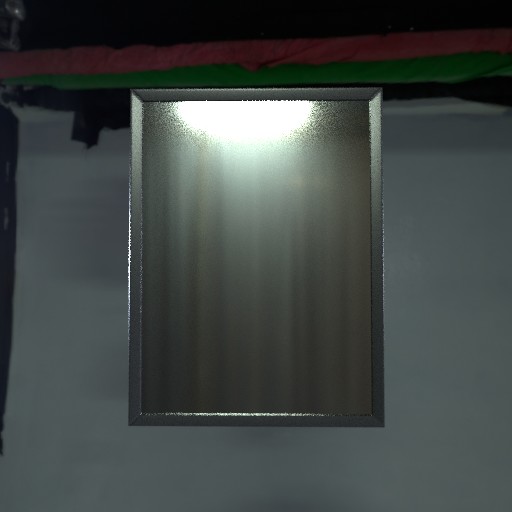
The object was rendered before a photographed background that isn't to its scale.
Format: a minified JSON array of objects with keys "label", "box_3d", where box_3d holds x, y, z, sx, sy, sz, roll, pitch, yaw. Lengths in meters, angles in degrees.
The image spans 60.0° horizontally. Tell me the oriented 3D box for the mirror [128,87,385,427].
[{"label":"mirror","box_3d":[0.000,0.000,1.349,0.762,1.016,0.040,0,-1,1]}]
